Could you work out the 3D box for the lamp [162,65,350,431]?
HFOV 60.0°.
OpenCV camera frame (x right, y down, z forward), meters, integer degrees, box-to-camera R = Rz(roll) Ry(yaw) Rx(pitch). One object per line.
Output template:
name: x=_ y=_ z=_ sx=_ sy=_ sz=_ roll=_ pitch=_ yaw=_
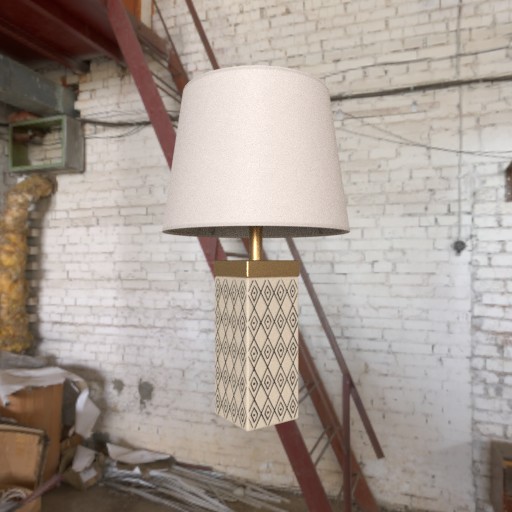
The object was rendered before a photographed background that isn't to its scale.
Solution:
lamp: x=0.000 y=0.000 z=0.605 sx=0.251 sy=0.435 sz=0.251 roll=0 pitch=-1 yaw=0
